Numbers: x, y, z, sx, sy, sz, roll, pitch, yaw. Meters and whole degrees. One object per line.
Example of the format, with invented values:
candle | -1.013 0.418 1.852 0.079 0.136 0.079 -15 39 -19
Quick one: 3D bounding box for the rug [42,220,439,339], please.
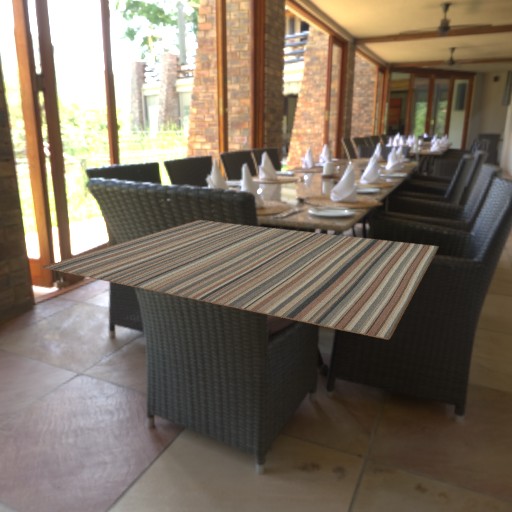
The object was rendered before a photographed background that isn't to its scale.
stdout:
rug | 0.000 0.000 4.287 3.045 0.011 2.436 8 18 27
